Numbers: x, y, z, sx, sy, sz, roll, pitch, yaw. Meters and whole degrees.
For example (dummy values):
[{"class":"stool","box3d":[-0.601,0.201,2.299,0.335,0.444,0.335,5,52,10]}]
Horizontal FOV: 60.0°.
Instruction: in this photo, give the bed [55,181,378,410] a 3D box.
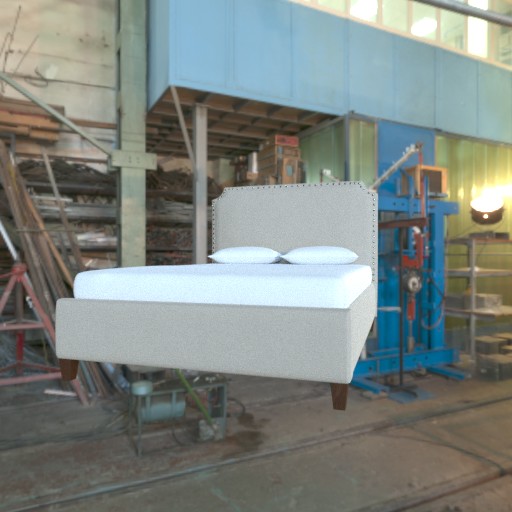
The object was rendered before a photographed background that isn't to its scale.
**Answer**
[{"class":"bed","box3d":[0.000,0.000,3.421,1.713,1.443,2.372,0,0,18]}]
